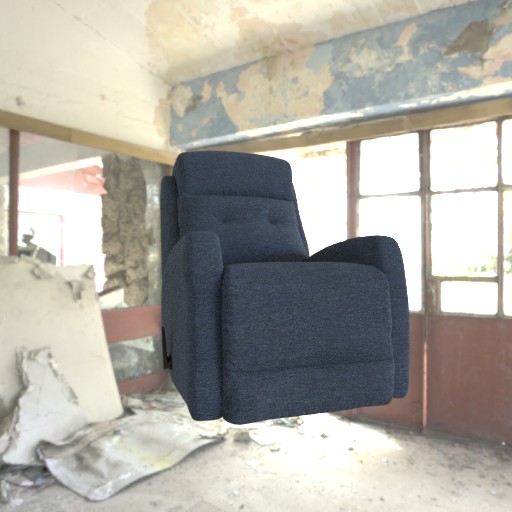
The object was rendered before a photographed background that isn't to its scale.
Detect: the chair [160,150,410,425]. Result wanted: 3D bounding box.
[{"bbox_3d":[0.000,0.000,1.784,0.798,1.013,1.043,0,0,-19],"label":"chair"}]
